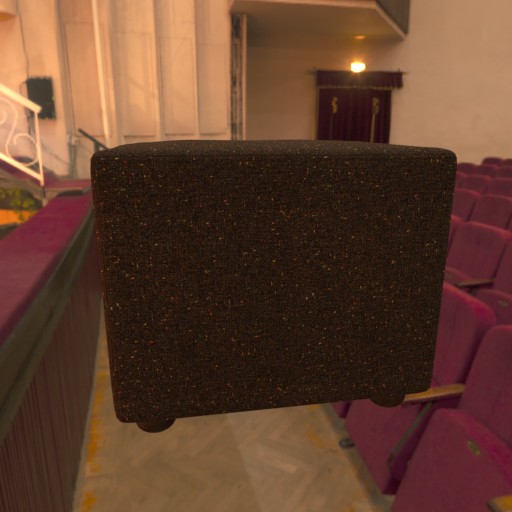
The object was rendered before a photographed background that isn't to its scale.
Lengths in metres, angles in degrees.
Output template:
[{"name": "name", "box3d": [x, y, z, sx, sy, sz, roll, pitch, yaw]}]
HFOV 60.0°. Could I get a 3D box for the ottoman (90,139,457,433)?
[{"name": "ottoman", "box3d": [0.000, 0.000, 0.853, 0.508, 0.432, 0.508, -3, 15, -9]}]
